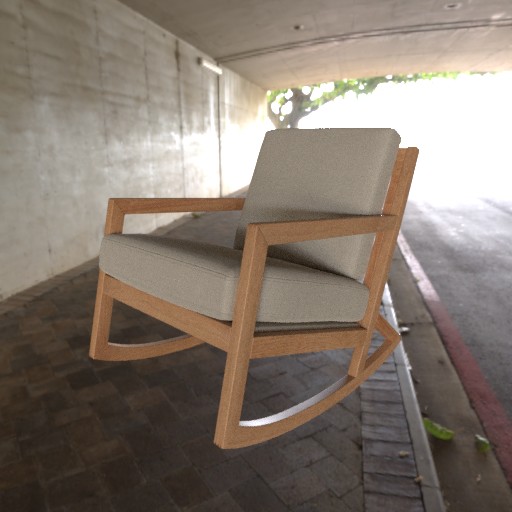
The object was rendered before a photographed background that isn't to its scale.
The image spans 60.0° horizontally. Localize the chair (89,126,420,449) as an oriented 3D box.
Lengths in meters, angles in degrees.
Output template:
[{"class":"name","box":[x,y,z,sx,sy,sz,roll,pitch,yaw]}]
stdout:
[{"class":"chair","box":[0.000,0.000,1.396,0.622,0.790,0.857,14,20,42]}]
